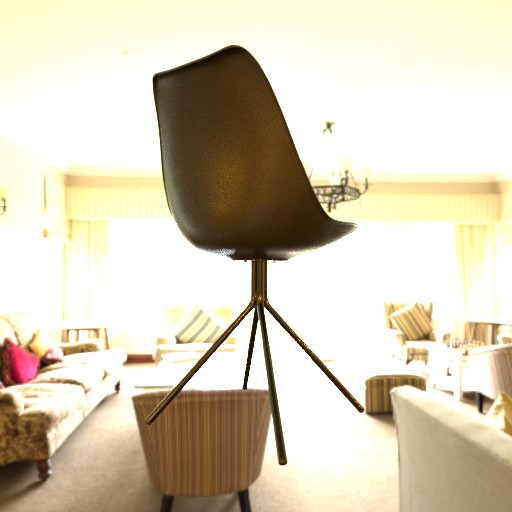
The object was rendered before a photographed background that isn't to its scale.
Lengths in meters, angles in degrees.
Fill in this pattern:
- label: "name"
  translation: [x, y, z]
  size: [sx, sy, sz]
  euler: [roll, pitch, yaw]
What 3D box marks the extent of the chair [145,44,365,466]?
- label: "chair"
  translation: [0.000, 0.000, 1.159]
  size: [0.461, 0.850, 0.525]
  euler: [-1, -2, 36]
